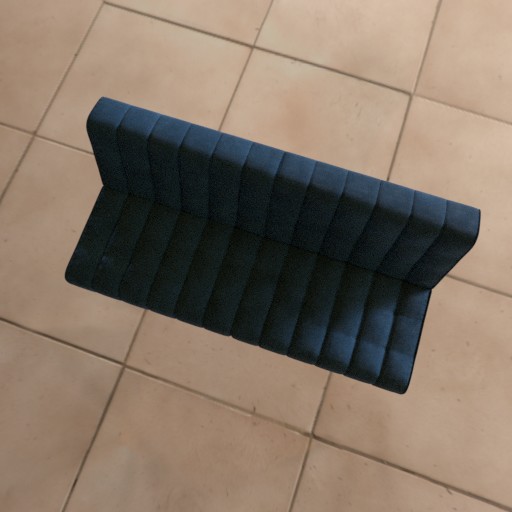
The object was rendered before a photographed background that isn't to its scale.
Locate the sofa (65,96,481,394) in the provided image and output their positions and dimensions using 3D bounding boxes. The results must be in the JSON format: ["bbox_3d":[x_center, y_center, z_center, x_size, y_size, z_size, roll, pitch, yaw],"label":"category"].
[{"bbox_3d":[0.000,0.000,2.276,1.804,0.813,0.855,18,77,4],"label":"sofa"}]
